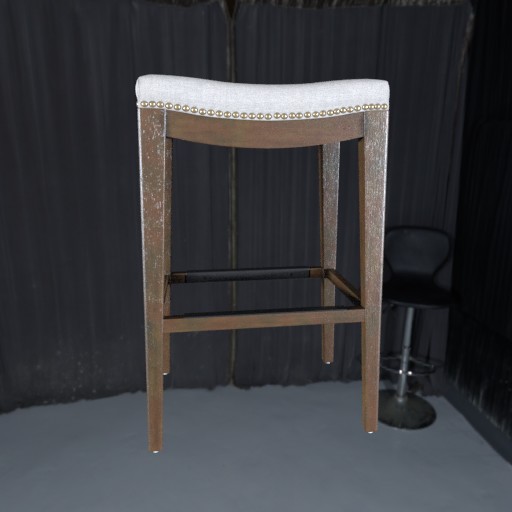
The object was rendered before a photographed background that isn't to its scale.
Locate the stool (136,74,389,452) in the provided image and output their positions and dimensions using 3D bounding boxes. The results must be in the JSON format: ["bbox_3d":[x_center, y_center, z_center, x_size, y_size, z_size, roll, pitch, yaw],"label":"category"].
[{"bbox_3d":[0.000,0.000,1.049,0.508,0.762,0.356,-2,15,-8],"label":"stool"}]
